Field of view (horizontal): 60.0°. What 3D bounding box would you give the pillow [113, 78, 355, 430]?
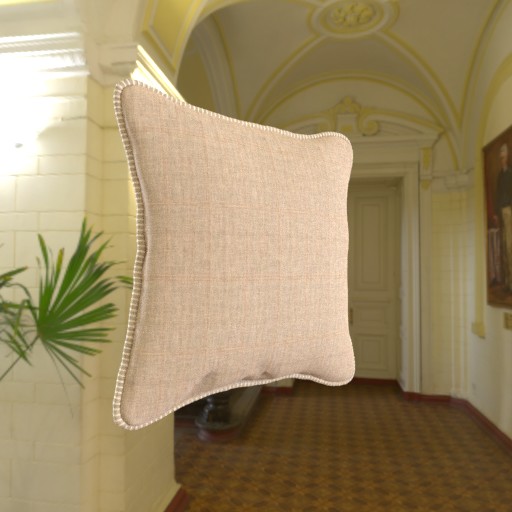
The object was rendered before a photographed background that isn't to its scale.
[{"bbox_3d":[0.000,0.000,0.748,0.485,0.494,0.124,1,-2,-36],"label":"pillow"}]
